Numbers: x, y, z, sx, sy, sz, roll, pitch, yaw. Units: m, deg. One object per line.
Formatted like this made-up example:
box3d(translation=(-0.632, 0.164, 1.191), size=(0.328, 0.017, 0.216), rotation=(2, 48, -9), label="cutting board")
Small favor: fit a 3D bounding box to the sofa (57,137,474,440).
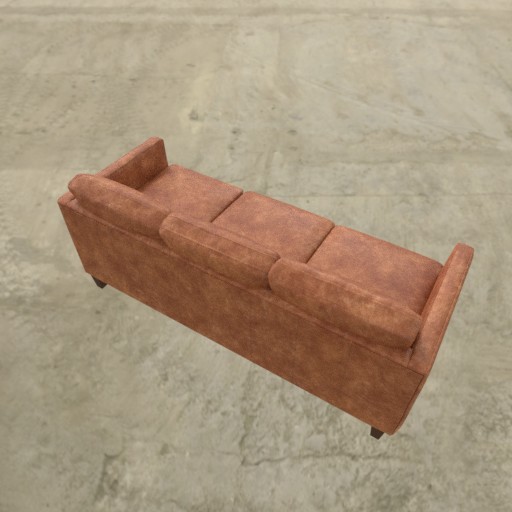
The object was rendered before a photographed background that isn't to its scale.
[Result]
box3d(translation=(0.000, 0.000, 2.971), size=(2.464, 1.006, 1.045), rotation=(23, 49, 22), label="sofa")
